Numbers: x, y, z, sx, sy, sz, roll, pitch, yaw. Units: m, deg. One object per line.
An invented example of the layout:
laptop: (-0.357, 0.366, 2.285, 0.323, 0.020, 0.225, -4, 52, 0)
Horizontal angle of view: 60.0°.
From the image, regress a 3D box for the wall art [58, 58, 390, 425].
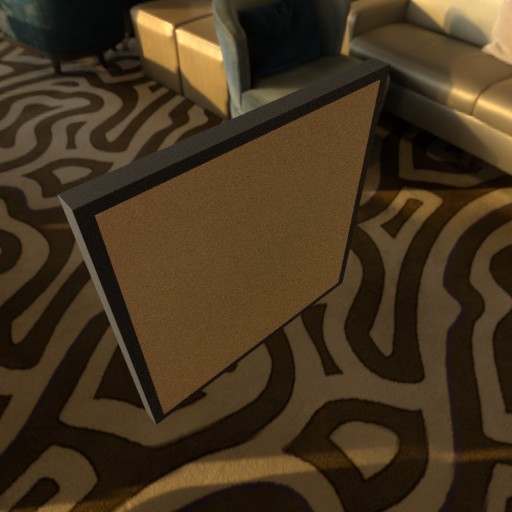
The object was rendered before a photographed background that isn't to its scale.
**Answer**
wall art: (0.000, 0.000, 0.741, 0.508, 0.507, 0.033, -33, 54, -27)
